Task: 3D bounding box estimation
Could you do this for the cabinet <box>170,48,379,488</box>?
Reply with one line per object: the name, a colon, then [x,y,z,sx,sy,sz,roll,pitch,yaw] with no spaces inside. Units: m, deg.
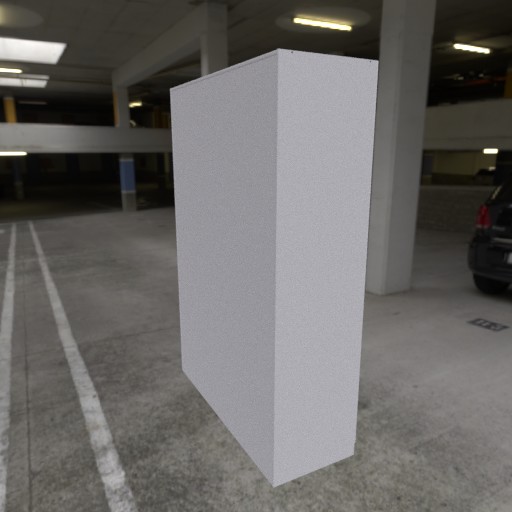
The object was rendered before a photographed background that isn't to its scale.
cabinet: [0.000,0.000,2.530,0.510,1.910,1.290,-7,15,-27]
